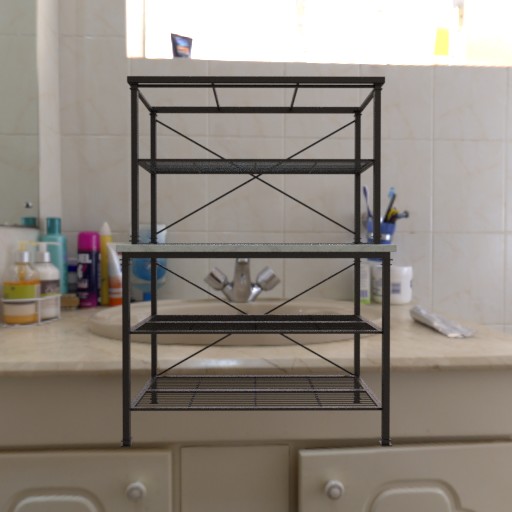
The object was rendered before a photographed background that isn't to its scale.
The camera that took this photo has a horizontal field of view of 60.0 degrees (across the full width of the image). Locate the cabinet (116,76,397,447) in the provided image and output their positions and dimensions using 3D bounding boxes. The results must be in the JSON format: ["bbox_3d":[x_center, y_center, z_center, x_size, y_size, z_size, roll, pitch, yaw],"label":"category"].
[{"bbox_3d":[0.000,0.000,2.204,1.210,1.659,0.610,0,1,0],"label":"cabinet"}]
